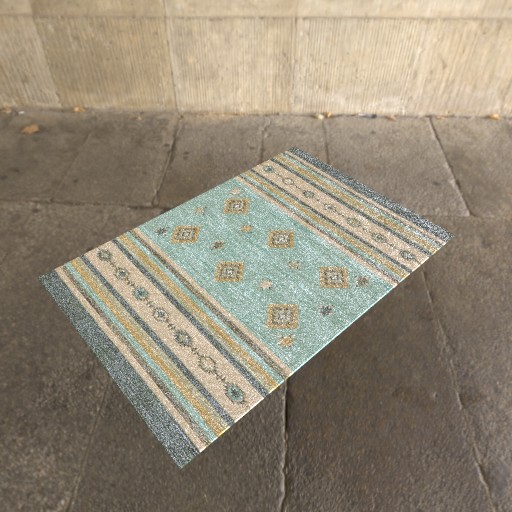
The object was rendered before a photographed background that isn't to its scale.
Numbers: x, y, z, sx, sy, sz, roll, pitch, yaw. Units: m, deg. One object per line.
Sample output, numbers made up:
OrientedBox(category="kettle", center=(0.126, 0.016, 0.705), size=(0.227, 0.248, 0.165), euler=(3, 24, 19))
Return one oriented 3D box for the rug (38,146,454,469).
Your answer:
OrientedBox(category="rug", center=(0.000, 0.000, 2.301), size=(1.811, 0.010, 1.212), euler=(-33, 54, -28))
